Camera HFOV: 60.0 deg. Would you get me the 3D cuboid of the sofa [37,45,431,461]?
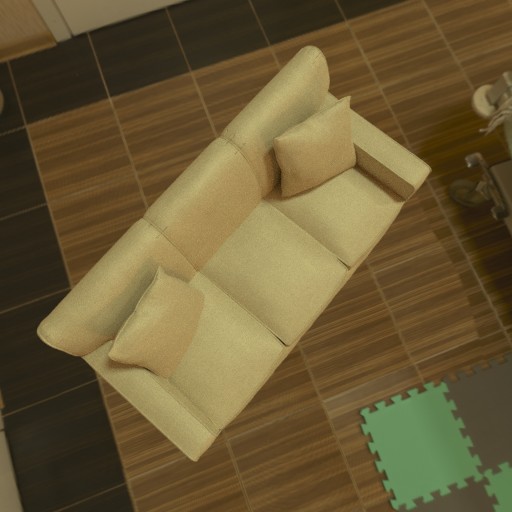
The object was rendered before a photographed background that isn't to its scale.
[{"bbox_3d":[0.000,0.000,2.535,0.997,0.958,2.024,39,79,9],"label":"sofa"}]
